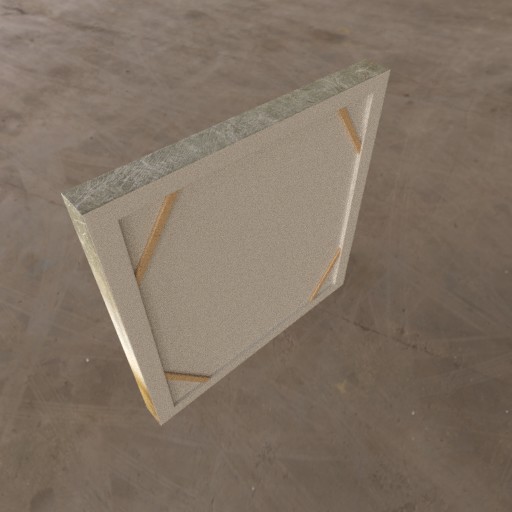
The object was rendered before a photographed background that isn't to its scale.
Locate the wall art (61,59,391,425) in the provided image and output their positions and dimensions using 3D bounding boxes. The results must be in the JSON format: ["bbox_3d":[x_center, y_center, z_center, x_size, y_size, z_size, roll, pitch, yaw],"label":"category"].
[{"bbox_3d":[0.000,0.000,0.603,0.405,0.407,0.038,-33,55,-27],"label":"wall art"}]
